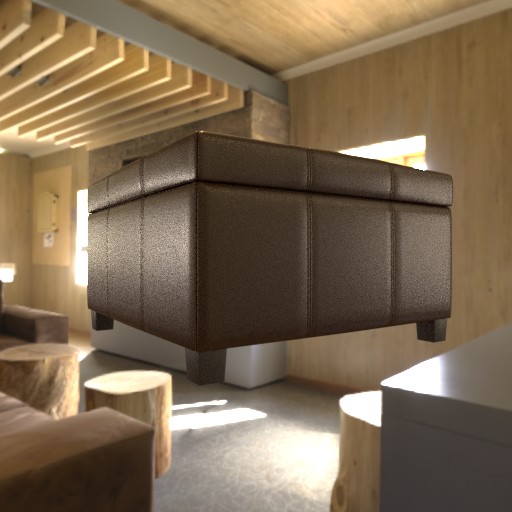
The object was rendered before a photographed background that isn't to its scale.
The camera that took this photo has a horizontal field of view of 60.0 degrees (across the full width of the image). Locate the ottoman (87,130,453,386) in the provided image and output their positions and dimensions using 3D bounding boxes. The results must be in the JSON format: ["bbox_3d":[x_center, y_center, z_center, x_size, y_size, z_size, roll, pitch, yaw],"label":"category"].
[{"bbox_3d":[0.000,0.000,1.302,0.787,0.460,0.788,0,0,-34],"label":"ottoman"}]
